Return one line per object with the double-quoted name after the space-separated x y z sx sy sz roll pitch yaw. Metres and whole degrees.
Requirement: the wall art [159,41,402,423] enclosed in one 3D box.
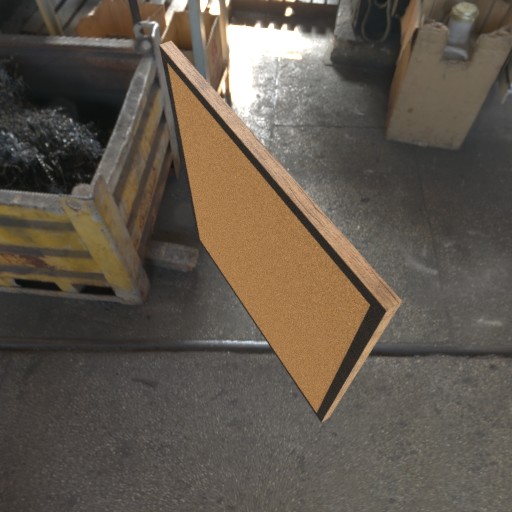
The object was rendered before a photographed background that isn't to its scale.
0.000 0.000 1.036 0.029 0.691 0.695 -28 62 -16 "wall art"
